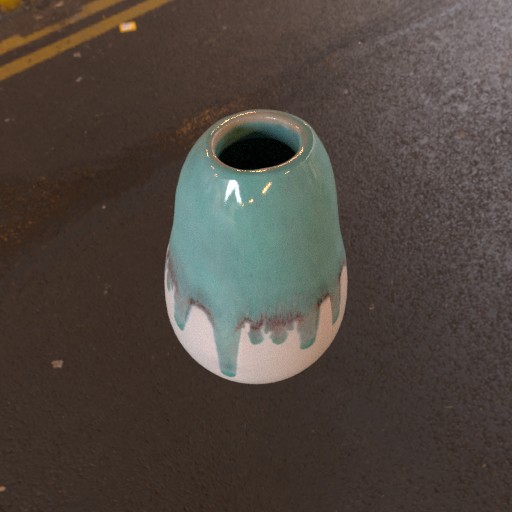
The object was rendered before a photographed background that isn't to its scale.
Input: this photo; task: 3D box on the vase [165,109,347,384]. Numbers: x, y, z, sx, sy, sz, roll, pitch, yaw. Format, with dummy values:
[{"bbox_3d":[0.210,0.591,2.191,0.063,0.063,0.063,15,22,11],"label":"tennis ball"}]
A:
[{"bbox_3d":[0.000,0.000,0.255,0.116,0.179,0.116,0,57,0],"label":"vase"}]
